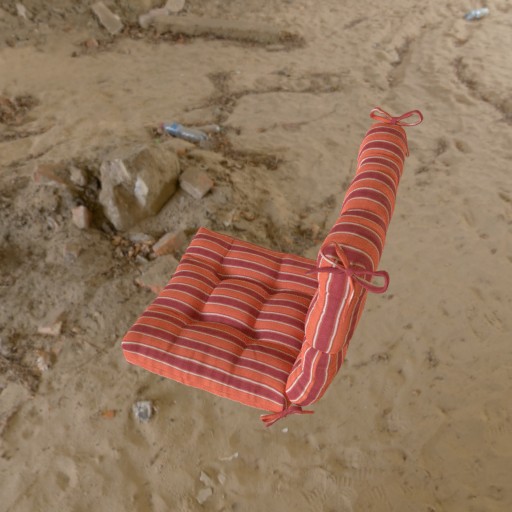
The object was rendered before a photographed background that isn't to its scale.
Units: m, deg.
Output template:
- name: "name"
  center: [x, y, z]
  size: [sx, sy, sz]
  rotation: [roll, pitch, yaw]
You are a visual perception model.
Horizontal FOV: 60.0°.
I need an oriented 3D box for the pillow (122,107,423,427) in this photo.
- name: "pillow"
  center: [0.000, 0.000, 1.034]
  size: [0.571, 0.605, 0.519]
  rotation: [15, 48, 14]
